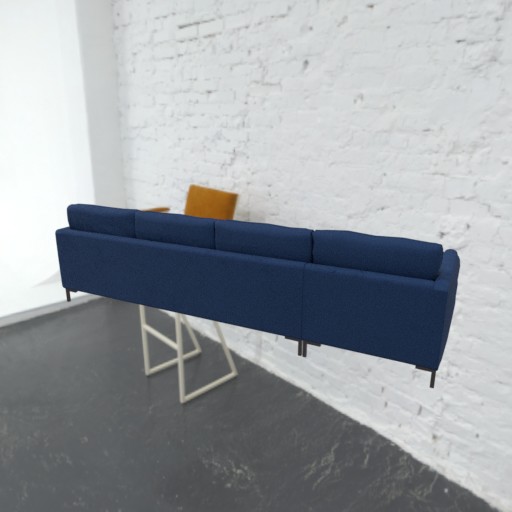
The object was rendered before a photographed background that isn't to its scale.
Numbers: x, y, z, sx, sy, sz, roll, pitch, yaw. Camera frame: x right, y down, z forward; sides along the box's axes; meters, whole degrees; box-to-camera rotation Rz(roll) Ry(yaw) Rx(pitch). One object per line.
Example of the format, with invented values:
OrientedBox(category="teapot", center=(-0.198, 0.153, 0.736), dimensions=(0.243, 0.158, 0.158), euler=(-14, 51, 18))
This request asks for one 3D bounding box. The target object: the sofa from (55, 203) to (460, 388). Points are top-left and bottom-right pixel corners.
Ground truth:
OrientedBox(category="sofa", center=(0.000, 0.000, 2.930), dimensions=(2.450, 0.679, 1.128), euler=(8, 19, 25))
